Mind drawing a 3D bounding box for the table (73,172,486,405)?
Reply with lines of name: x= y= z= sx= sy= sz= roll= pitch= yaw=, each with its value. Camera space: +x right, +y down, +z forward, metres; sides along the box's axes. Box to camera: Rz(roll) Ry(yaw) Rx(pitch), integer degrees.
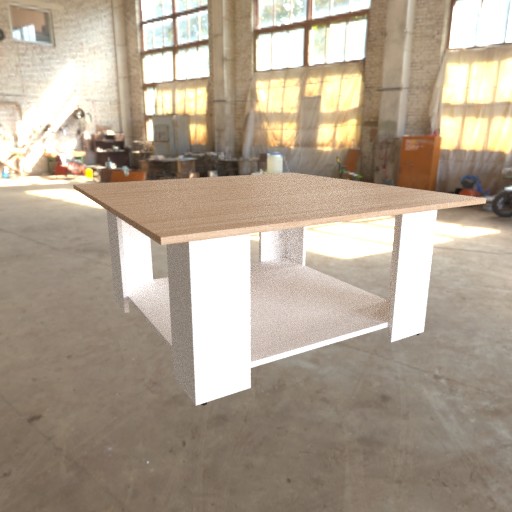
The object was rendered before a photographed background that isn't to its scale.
table: x=0.000 y=0.000 z=1.037 sx=0.670 sy=0.305 sz=0.670 roll=-9 pitch=18 yaw=-29
